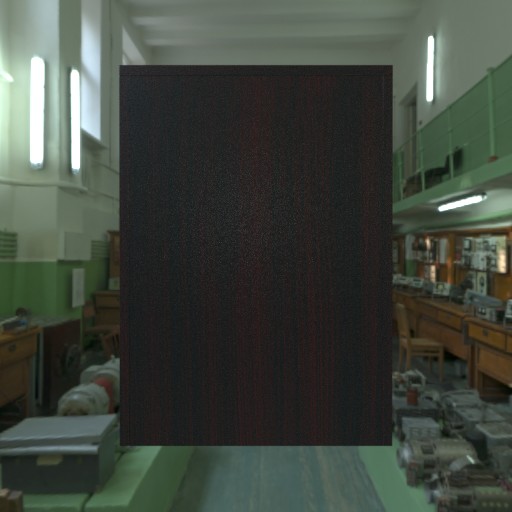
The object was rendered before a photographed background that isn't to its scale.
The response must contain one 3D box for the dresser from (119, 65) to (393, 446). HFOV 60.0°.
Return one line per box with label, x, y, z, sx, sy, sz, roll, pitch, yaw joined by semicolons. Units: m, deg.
dresser;0.000;0.000;0.829;0.400;0.560;0.360;0;0;0
